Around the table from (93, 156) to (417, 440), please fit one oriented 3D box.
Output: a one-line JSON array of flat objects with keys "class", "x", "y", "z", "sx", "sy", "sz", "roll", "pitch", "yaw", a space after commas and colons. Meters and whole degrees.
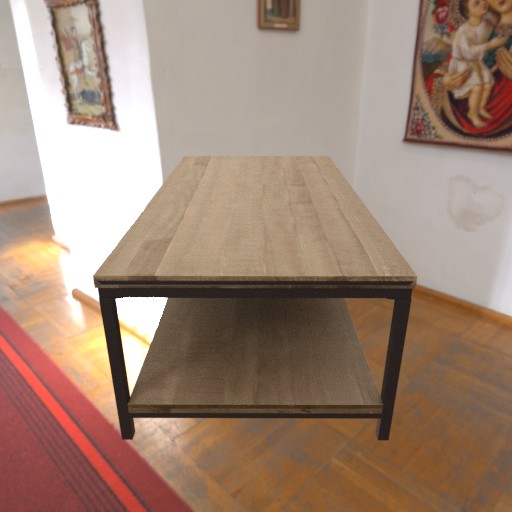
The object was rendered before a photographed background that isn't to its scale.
[{"class": "table", "x": 0.000, "y": 0.000, "z": 1.348, "sx": 0.574, "sy": 0.393, "sz": 1.062, "roll": 0, "pitch": 24, "yaw": 0}]
